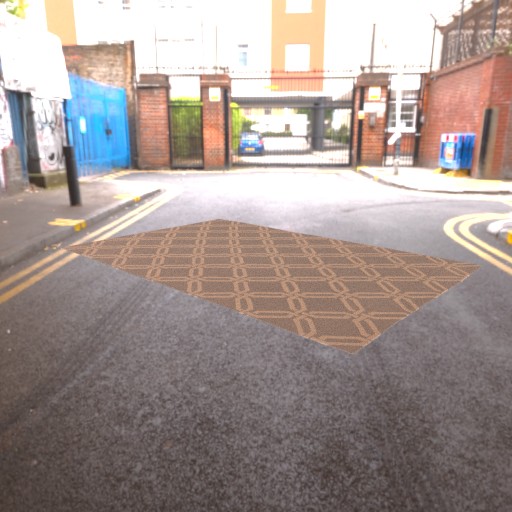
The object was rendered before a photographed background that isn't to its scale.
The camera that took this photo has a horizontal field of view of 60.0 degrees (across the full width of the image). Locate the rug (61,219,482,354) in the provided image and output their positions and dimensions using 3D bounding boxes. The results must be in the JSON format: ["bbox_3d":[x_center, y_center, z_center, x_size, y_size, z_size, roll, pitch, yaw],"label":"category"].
[{"bbox_3d":[0.000,0.000,2.171,1.754,0.010,1.148,13,20,40],"label":"rug"}]
